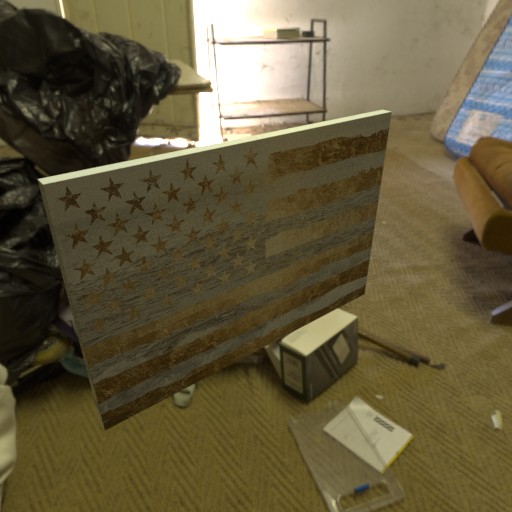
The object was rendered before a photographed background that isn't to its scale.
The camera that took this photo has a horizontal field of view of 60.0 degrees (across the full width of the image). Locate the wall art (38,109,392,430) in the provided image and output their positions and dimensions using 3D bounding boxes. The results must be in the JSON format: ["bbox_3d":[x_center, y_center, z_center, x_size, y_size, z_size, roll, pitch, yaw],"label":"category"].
[{"bbox_3d":[0.000,0.000,1.424,1.145,0.762,0.041,-21,36,-32],"label":"wall art"}]
